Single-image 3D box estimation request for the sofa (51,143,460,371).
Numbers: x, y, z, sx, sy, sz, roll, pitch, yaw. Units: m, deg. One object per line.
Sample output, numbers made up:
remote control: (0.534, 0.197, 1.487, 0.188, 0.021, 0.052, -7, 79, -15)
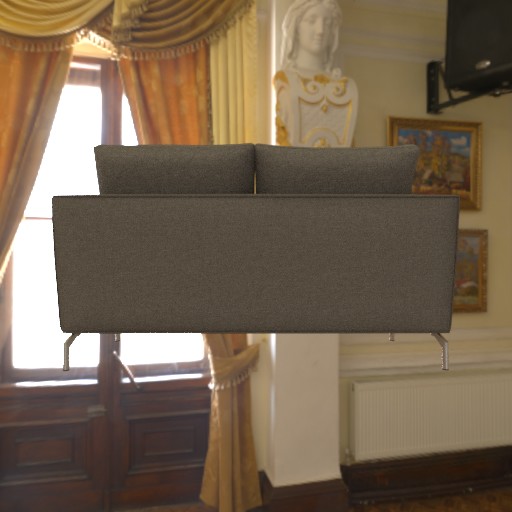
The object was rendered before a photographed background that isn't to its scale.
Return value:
sofa: (0.000, 0.000, 2.100, 1.594, 0.924, 0.803, 0, -1, 0)
